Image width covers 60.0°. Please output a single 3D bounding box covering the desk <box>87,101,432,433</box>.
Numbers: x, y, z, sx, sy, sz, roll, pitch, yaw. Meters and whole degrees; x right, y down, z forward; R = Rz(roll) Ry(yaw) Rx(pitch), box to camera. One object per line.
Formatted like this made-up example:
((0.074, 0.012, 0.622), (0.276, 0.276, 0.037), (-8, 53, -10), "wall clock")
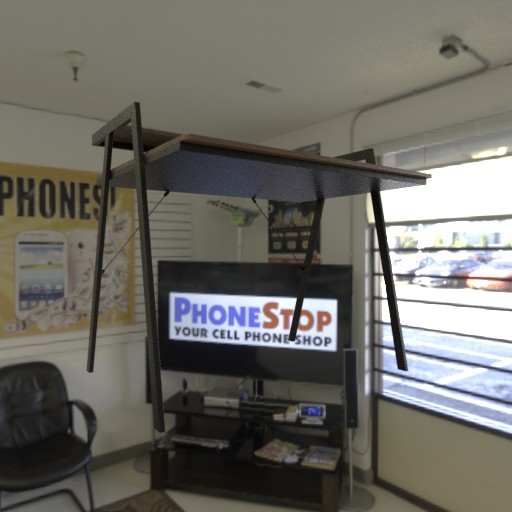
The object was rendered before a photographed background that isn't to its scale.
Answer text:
((0.000, 0.000, 1.864), (1.143, 0.998, 0.936), (0, 1, -35), "desk")
